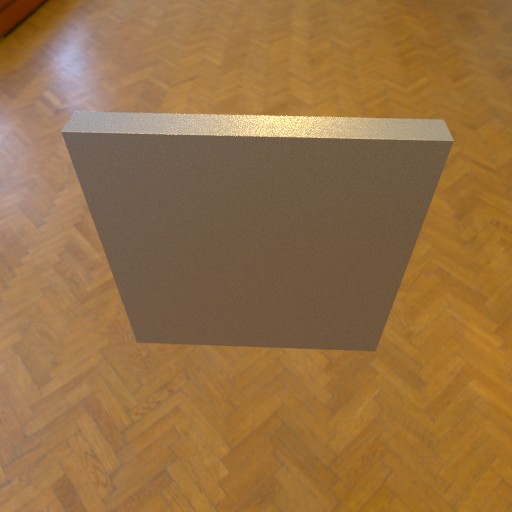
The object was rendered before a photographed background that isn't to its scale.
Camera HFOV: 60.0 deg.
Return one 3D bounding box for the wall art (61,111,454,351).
[{"bbox_3d":[0.000,0.000,0.534,0.350,0.350,0.038,2,47,2],"label":"wall art"}]
